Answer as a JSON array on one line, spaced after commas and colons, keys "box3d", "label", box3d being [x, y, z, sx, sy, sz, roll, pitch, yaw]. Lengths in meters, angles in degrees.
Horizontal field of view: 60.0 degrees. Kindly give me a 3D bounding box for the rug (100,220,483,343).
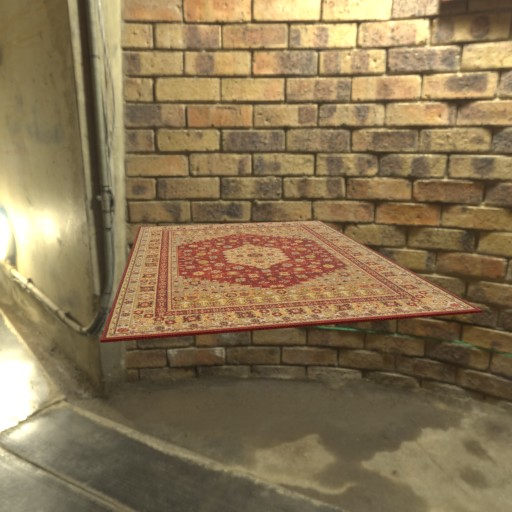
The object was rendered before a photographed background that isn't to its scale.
[{"box3d": [0.000, 0.000, 2.836, 1.593, 0.013, 2.211, -3, 15, -10], "label": "rug"}]
